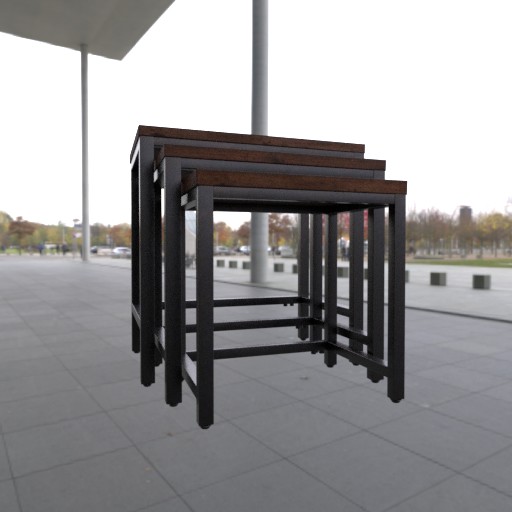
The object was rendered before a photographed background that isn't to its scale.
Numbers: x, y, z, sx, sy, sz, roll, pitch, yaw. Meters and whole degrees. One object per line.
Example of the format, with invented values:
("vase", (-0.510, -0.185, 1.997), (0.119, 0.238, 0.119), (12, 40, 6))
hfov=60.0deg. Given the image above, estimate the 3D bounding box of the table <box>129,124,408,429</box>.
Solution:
("table", (0.000, 0.000, 1.176), (0.608, 0.616, 0.660), (0, 1, -19))
